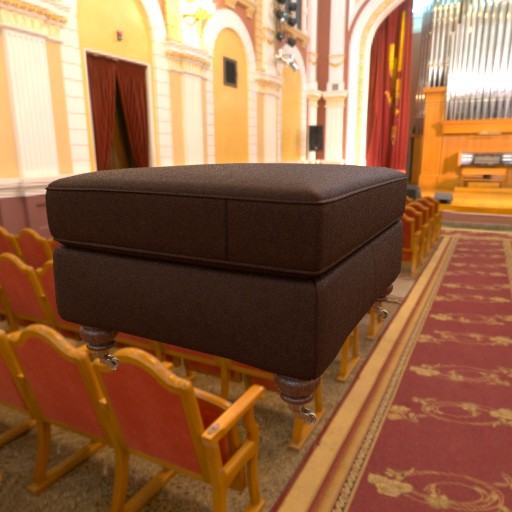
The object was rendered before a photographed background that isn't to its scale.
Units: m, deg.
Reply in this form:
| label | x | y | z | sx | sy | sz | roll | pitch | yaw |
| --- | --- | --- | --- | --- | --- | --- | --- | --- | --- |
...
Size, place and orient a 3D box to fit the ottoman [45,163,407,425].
| label | x | y | z | sx | sy | sz | roll | pitch | yaw |
| --- | --- | --- | --- | --- | --- | --- | --- | --- | --- |
| ottoman | 0.000 | 0.000 | 1.793 | 0.967 | 0.730 | 1.187 | 7 | 15 | 27 |
